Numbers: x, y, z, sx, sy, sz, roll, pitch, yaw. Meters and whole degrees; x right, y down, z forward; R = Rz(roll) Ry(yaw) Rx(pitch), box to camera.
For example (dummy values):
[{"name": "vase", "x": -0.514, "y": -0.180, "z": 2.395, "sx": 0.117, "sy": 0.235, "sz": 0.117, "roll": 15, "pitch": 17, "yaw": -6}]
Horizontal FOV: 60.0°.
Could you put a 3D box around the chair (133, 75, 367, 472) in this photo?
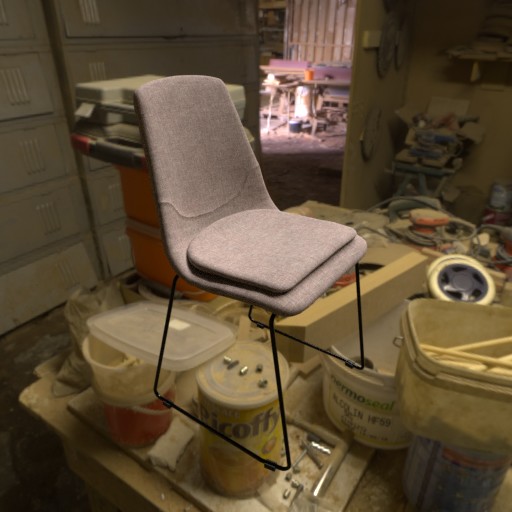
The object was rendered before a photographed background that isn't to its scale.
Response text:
[{"name": "chair", "x": 0.000, "y": 0.000, "z": 1.169, "sx": 0.518, "sy": 0.858, "sz": 0.479, "roll": 18, "pitch": 32, "yaw": 31}]
